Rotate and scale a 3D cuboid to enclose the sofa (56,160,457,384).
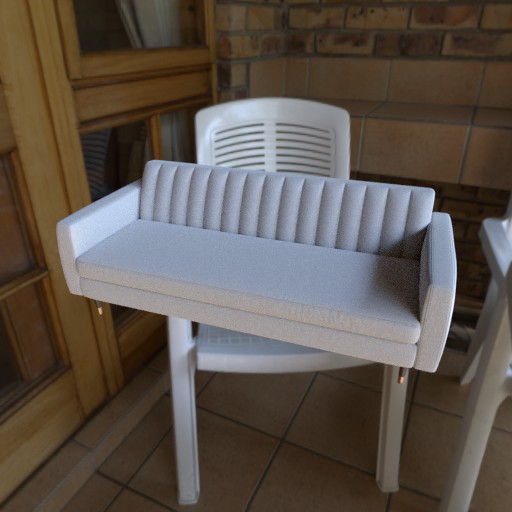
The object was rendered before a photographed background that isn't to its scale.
[{"bbox_3d":[0.000,0.000,2.797,2.291,0.821,0.990,9,29,17],"label":"sofa"}]
